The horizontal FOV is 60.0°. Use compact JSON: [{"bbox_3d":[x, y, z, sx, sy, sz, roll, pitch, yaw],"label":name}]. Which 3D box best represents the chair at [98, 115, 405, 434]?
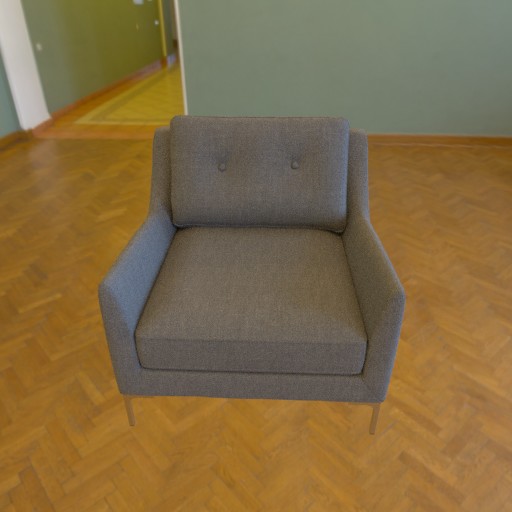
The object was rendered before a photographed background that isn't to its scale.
[{"bbox_3d":[0.000,0.000,1.569,0.847,0.828,0.849,1,31,2],"label":"chair"}]
